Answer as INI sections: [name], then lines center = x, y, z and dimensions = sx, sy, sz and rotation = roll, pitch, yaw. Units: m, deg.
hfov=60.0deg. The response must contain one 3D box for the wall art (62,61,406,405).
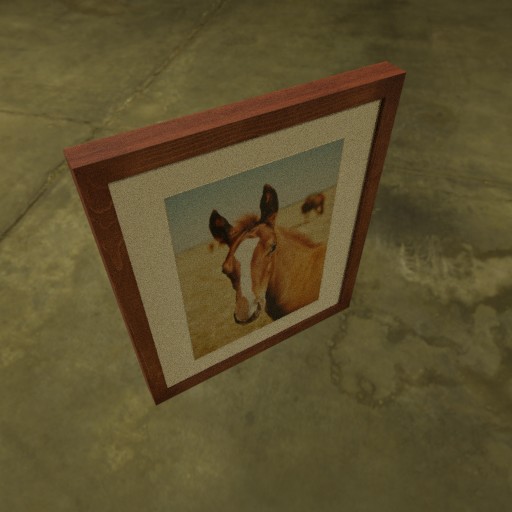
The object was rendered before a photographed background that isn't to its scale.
[wall art]
center = 0.000, 0.000, 0.529
dimensions = 0.330, 0.381, 0.030
rotation = -23, 50, -21
